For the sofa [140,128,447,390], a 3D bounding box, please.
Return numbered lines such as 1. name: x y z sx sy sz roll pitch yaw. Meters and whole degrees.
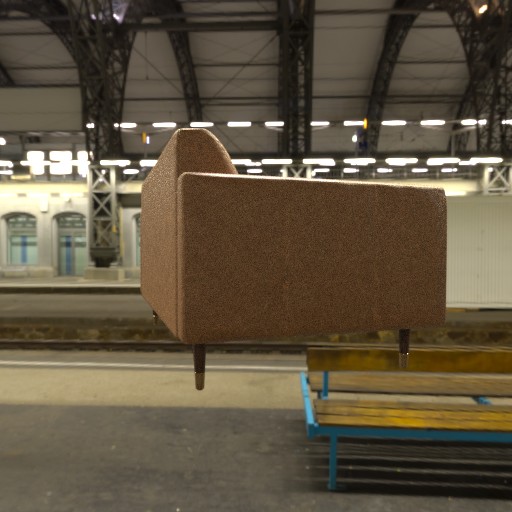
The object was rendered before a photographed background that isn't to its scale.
1. sofa: 0.000 0.000 2.110 0.960 0.820 1.549 0 1 -19
